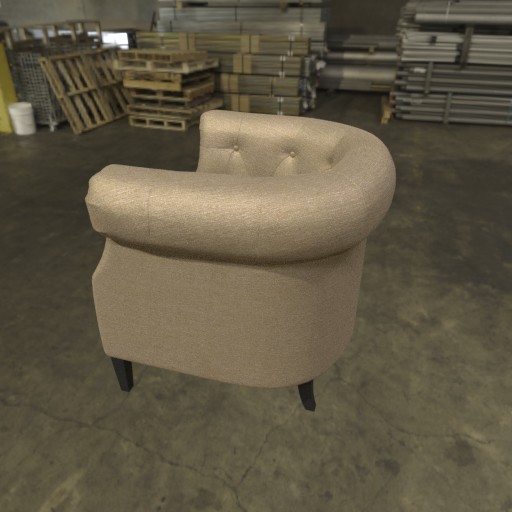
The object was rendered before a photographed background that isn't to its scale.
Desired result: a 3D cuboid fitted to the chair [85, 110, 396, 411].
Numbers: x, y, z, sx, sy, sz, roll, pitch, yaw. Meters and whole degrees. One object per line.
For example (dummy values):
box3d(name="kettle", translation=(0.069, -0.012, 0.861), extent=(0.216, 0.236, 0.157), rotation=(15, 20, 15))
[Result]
box3d(name="chair", translation=(0.000, 0.000, 1.558), extent=(0.852, 0.827, 0.905), rotation=(9, 31, 14))
